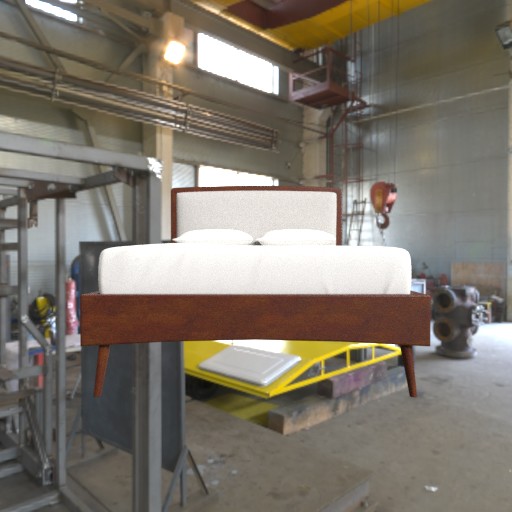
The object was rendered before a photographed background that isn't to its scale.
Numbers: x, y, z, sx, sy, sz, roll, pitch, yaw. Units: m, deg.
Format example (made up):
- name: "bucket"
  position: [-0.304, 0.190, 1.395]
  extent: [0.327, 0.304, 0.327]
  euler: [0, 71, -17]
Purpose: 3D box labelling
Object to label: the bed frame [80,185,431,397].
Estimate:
- name: "bed frame"
  position: [0.000, 0.000, 3.092]
  extent: [1.587, 1.279, 2.171]
  euler: [0, 1, 0]
